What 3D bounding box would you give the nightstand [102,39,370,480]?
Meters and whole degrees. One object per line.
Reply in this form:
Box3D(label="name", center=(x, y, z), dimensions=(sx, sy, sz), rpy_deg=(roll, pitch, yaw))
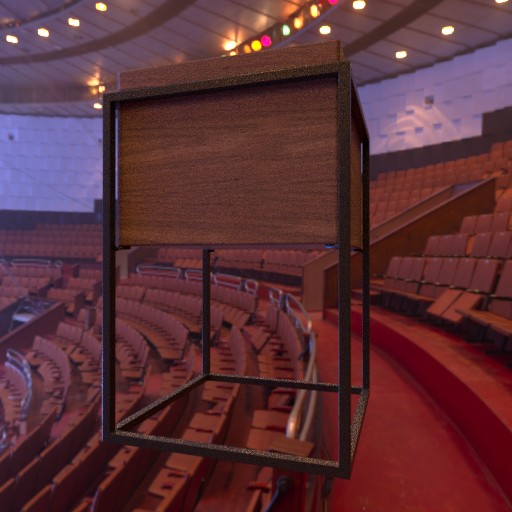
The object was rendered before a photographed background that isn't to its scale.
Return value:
Box3D(label="nightstand", center=(0.000, 0.000, 0.848), dimensions=(0.397, 0.607, 0.397), rpy_deg=(0, 0, 18))
